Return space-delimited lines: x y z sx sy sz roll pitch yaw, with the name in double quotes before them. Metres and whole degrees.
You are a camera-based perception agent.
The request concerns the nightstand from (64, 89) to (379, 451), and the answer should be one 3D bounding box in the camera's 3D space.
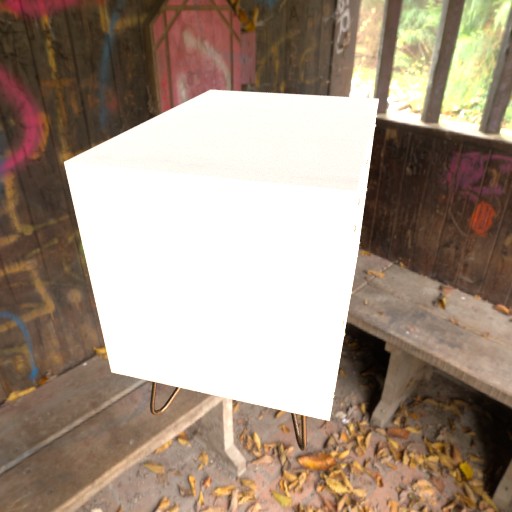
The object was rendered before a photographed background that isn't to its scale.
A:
"nightstand" 0.000 0.000 1.019 0.447 0.604 0.614 8 31 14
